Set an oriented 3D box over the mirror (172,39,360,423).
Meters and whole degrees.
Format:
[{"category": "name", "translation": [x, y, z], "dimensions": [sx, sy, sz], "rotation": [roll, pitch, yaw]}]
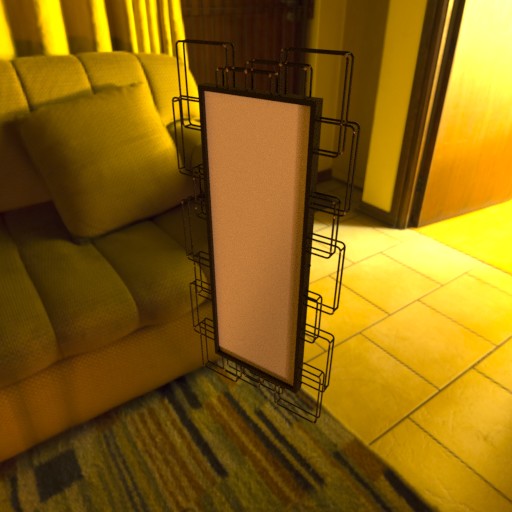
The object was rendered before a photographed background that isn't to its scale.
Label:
[{"category": "mirror", "translation": [0.000, 0.000, 1.381], "dimensions": [0.565, 1.192, 0.037], "rotation": [19, 36, 28]}]
